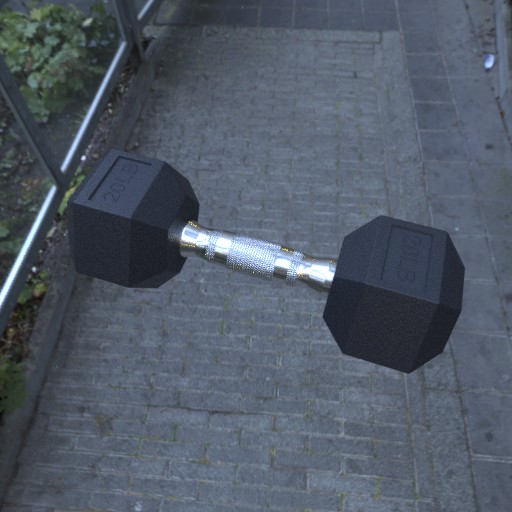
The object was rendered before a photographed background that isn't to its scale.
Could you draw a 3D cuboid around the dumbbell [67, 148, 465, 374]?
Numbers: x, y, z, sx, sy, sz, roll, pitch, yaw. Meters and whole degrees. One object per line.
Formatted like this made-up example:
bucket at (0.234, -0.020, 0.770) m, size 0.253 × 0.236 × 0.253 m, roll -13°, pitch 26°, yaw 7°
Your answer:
dumbbell at (0.000, 0.000, 0.322) m, size 0.272 × 0.092 × 0.106 m, roll 16°, pitch 58°, yaw 10°
